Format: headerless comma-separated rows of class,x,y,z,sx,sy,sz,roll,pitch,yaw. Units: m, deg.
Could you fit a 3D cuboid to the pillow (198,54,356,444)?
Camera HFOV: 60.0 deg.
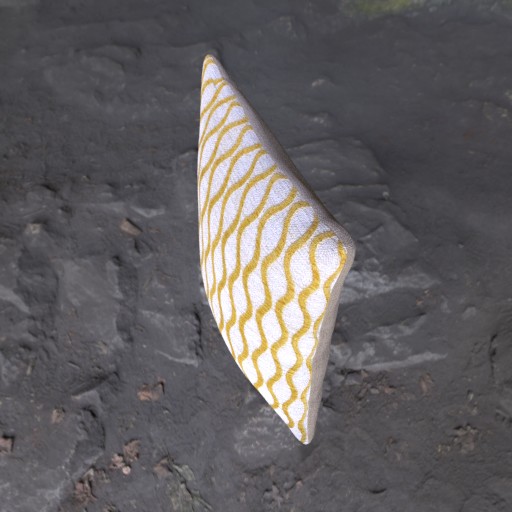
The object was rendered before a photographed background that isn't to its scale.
pillow,0.000,0.000,0.663,0.159,0.436,0.429,-16,49,-14
